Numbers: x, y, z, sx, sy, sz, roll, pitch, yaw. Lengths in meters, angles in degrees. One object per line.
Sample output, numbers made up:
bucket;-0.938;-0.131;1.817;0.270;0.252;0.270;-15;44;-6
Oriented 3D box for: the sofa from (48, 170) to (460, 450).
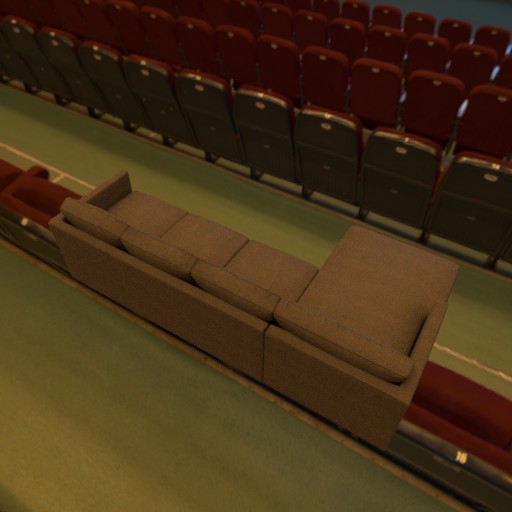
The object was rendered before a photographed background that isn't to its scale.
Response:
sofa;0.000;0.000;3.893;3.205;0.922;1.650;24;50;21
